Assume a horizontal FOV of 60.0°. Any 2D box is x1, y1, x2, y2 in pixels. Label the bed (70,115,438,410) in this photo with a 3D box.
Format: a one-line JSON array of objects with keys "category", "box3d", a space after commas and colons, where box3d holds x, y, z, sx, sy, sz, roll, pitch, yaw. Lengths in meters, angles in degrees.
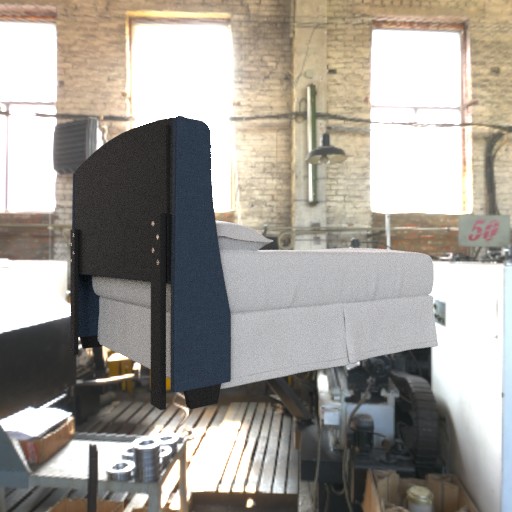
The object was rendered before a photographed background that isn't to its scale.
[{"category": "bed", "box3d": [0.000, 0.000, 3.294, 2.237, 1.407, 1.710, 0, 0, -37]}]
